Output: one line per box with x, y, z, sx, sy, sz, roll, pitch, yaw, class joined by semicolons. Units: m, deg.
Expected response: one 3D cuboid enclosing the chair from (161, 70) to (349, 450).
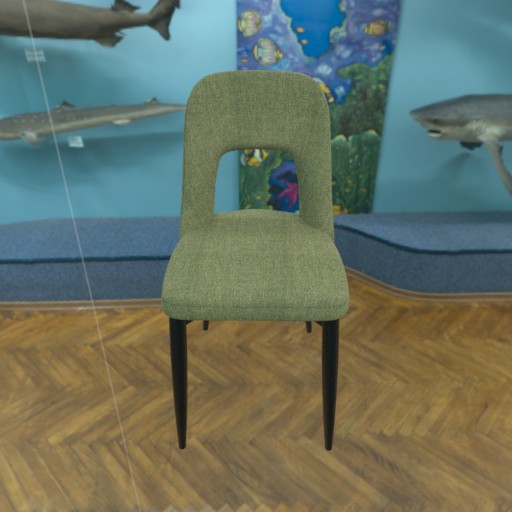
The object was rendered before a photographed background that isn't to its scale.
0.000;0.000;1.285;0.470;0.931;0.612;0;30;1;chair
